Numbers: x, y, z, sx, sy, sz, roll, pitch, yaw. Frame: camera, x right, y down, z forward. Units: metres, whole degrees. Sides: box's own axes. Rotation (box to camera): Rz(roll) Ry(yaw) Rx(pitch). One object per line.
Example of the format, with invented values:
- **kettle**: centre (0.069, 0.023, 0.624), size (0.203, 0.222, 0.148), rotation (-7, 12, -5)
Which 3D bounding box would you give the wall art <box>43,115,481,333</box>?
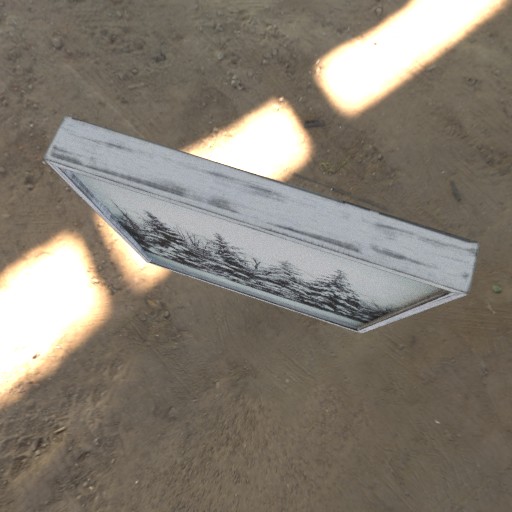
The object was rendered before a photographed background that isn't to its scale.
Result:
- **wall art**: centre (0.000, 0.000, 0.449), size (0.303, 0.303, 0.036), rotation (18, 76, 5)
